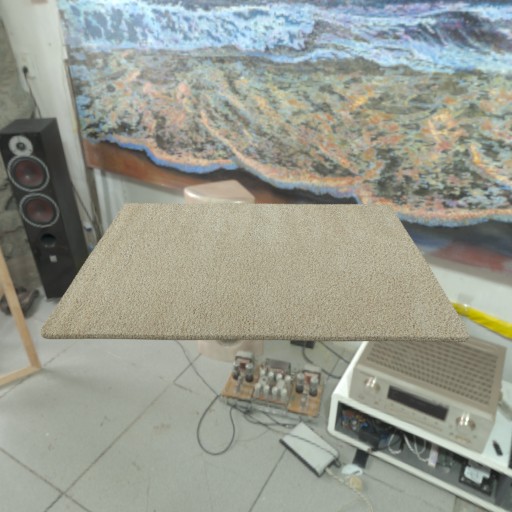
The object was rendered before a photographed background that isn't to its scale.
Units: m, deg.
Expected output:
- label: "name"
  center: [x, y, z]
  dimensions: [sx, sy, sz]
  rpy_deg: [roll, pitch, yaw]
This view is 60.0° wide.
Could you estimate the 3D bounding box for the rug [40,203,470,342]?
- label: "rug"
  center: [0.000, 0.000, 2.144]
  dimensions: [1.600, 0.025, 1.199]
  rpy_deg: [0, 30, 1]
